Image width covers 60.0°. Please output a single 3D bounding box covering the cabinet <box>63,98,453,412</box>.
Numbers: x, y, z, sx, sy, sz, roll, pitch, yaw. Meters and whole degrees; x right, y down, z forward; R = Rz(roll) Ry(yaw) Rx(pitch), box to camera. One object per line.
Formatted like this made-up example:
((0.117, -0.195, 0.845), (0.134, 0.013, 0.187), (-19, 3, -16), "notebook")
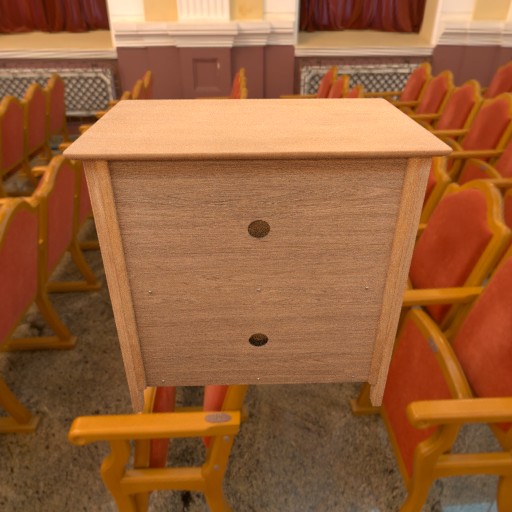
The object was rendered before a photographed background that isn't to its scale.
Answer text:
((0.000, 0.000, 1.264), (0.763, 0.762, 0.503), (-1, 31, -2), "cabinet")
